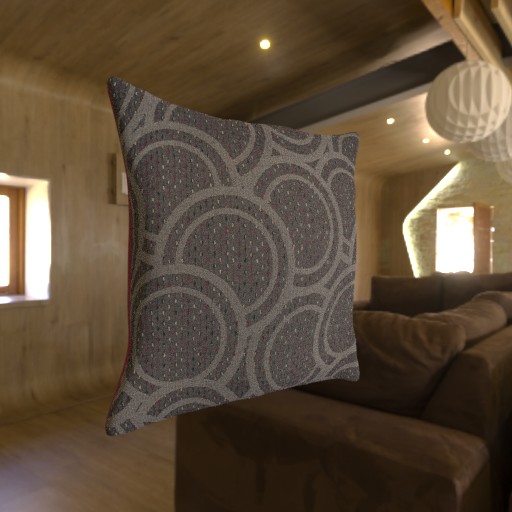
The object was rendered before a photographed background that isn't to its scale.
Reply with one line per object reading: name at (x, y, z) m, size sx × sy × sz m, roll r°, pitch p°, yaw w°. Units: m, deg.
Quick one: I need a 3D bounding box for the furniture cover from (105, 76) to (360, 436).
furniture cover at (0.000, 0.000, 0.772) m, size 0.514 × 0.513 × 0.163 m, roll 0°, pitch 0°, yaw -35°
